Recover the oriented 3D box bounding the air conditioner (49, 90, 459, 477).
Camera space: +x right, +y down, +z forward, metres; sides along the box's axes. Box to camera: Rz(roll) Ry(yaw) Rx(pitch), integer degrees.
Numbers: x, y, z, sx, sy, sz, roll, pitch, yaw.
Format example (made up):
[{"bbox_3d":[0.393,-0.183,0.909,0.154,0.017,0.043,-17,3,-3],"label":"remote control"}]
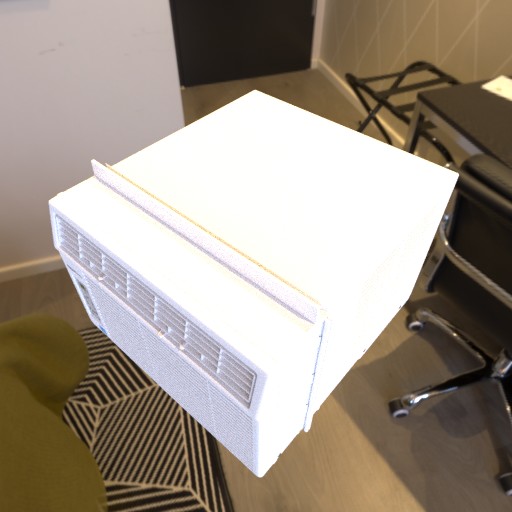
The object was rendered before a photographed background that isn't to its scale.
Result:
[{"bbox_3d":[0.000,0.000,0.871,0.503,0.388,0.546,32,55,27],"label":"air conditioner"}]
